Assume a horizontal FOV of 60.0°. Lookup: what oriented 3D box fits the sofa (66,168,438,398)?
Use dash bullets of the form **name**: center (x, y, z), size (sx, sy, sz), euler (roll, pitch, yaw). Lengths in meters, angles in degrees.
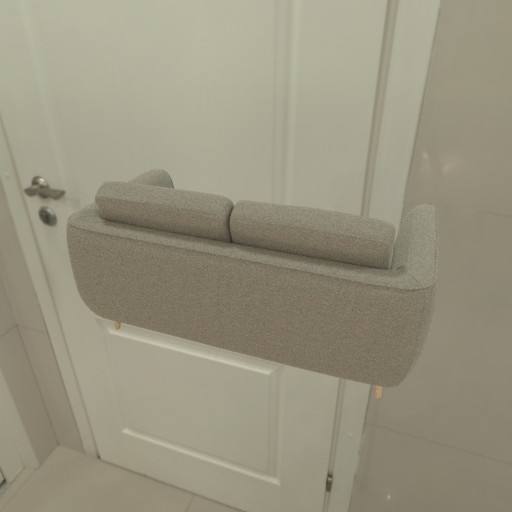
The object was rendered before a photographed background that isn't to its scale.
- **sofa**: center (0.000, 0.000, 2.248), size (1.700, 0.850, 0.920), euler (10, 32, 17)
